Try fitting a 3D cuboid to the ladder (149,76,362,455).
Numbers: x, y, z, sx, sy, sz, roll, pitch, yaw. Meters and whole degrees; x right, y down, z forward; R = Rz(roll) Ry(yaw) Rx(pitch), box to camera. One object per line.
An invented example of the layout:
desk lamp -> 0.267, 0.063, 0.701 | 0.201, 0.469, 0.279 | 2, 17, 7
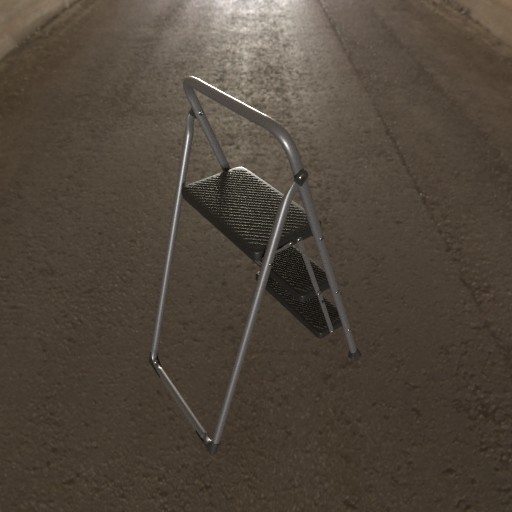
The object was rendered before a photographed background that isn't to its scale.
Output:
ladder -> 0.000, 0.000, 1.260 | 0.629, 0.945, 0.430 | -25, 46, -27
